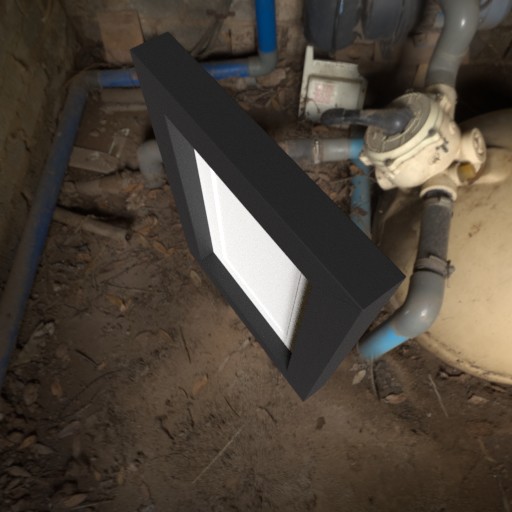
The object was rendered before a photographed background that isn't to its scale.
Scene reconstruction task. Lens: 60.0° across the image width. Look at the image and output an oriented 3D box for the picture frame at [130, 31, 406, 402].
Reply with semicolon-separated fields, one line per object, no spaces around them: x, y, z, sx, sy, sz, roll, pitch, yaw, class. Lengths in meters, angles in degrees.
0.000;0.000;0.273;0.028;0.208;0.157;-34;68;-15;picture frame
